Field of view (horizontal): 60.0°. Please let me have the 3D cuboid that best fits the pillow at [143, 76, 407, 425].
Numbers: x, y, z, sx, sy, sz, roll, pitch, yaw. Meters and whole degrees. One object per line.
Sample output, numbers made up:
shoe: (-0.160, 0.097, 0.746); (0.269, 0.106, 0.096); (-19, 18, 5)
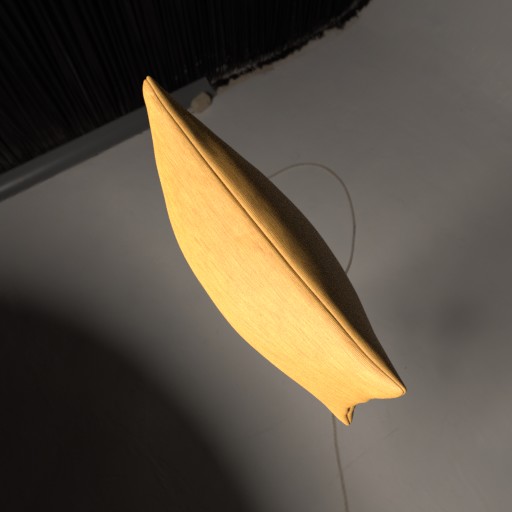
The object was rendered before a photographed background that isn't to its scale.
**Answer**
pillow: (0.000, 0.000, 0.785); (0.210, 0.354, 0.634); (-32, 68, -15)
